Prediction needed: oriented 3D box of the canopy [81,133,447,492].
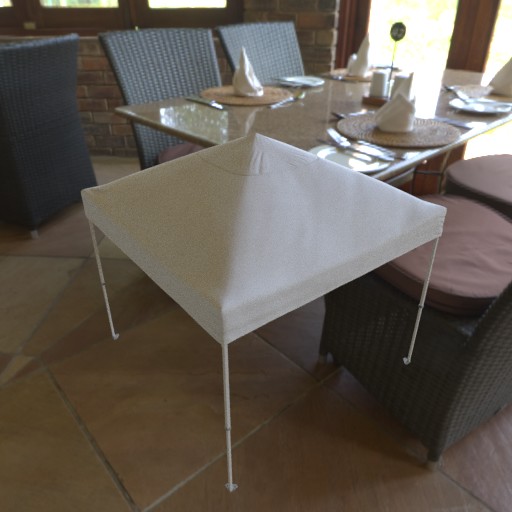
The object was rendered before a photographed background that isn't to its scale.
[{"bbox_3d":[0.000,0.000,5.423,2.996,2.997,2.998,-22,37,-32],"label":"canopy"}]
